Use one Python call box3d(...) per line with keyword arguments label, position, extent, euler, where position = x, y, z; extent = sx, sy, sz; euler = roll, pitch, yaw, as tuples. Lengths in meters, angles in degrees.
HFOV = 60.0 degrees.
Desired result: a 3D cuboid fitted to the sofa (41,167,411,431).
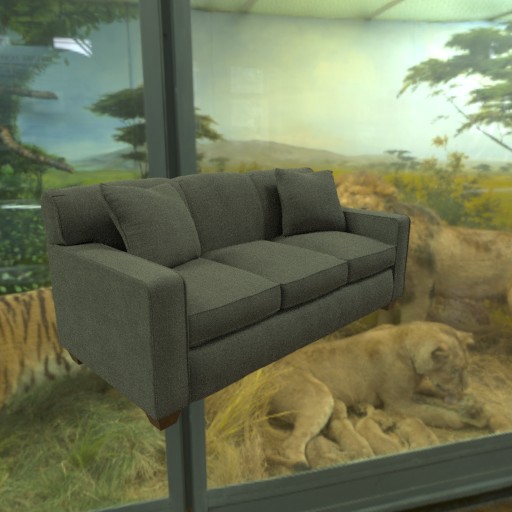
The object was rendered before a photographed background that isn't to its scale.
box3d(label="sofa", position=(0.000, 0.000, 2.615), extent=(0.997, 0.958, 2.024), euler=(15, 21, 43))
